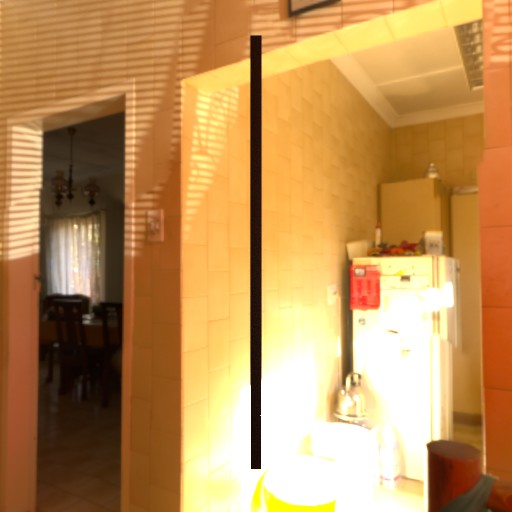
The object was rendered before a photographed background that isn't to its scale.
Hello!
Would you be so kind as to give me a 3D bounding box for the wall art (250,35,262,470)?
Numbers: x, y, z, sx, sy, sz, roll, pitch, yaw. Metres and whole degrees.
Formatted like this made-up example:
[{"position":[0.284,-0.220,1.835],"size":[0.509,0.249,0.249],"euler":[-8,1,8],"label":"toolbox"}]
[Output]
[{"position":[0.000,0.000,0.694],"size":[0.012,0.458,0.457],"euler":[0,-2,0],"label":"wall art"}]
